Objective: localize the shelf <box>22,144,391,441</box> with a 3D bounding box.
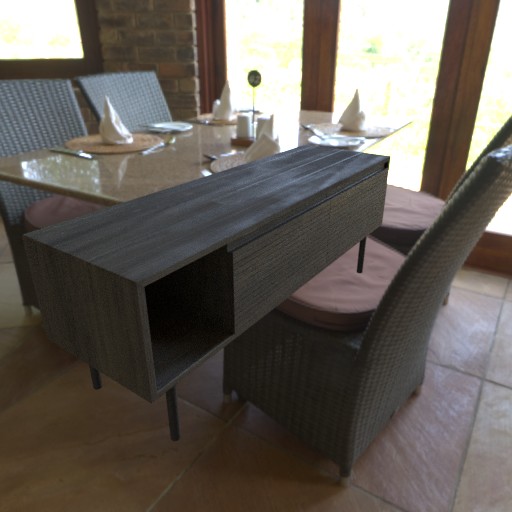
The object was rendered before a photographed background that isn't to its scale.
[{"bbox_3d":[0.000,0.000,1.500,0.400,0.495,1.300,17,30,32],"label":"shelf"}]
